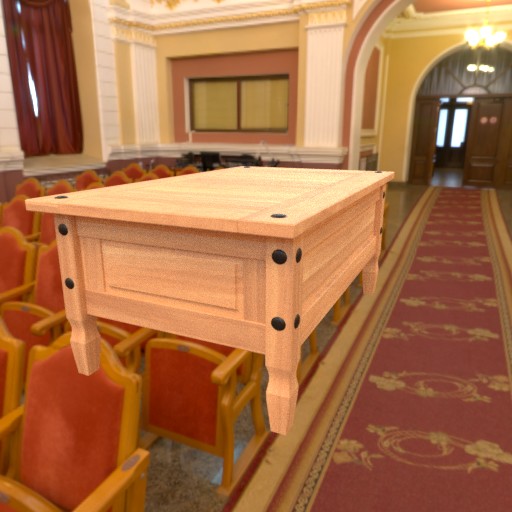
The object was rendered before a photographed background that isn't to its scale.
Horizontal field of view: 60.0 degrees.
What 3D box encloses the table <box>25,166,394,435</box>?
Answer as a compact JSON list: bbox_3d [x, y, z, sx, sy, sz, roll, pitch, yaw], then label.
[{"bbox_3d":[0.000,0.000,1.297,0.600,0.437,1.000,7,17,24],"label":"table"}]
